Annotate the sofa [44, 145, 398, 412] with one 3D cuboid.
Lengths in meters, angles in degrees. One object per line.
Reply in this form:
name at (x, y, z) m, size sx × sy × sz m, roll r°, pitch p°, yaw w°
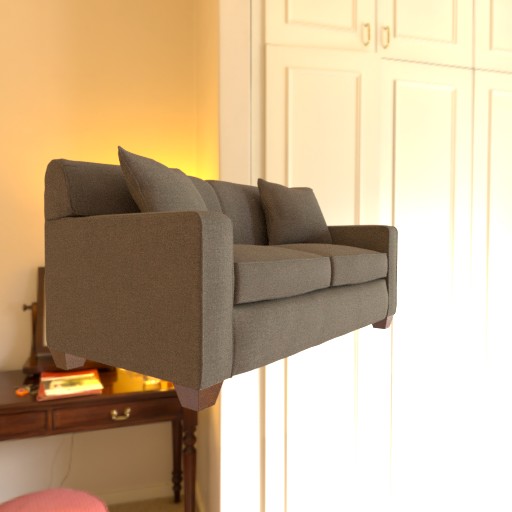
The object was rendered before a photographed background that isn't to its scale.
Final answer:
sofa at (0.000, 0.000, 2.400) m, size 1.000 × 0.958 × 1.846 m, roll 1°, pitch 2°, yaw 37°
